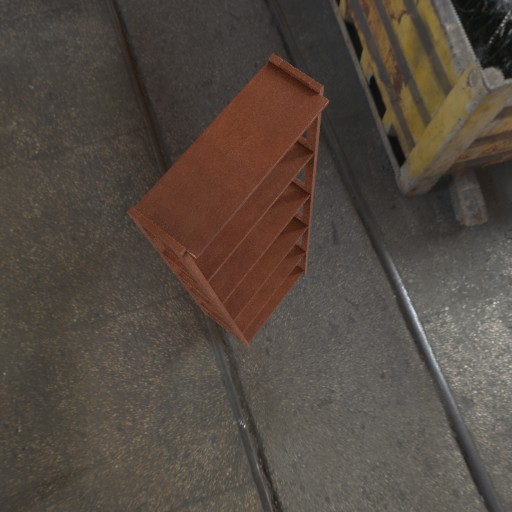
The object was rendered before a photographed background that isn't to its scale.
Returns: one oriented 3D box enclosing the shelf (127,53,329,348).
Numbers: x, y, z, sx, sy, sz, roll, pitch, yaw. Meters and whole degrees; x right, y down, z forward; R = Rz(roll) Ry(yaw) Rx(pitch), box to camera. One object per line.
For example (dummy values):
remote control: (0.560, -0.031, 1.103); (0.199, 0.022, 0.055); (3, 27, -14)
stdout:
shelf: (0.000, 0.000, 2.157); (0.382, 1.892, 0.660); (37, 78, 10)
